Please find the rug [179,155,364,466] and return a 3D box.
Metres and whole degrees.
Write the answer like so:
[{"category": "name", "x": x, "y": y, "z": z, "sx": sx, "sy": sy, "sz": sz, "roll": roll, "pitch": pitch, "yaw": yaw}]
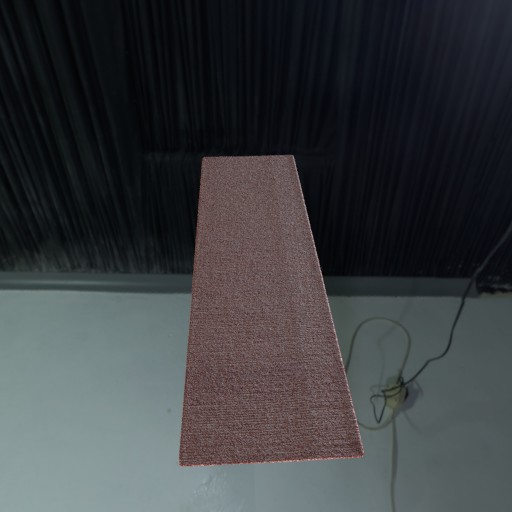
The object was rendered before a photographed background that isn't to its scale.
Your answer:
[{"category": "rug", "x": 0.000, "y": 0.000, "z": 2.494, "sx": 0.687, "sy": 0.012, "sz": 2.307, "roll": -2, "pitch": 41, "yaw": -2}]
